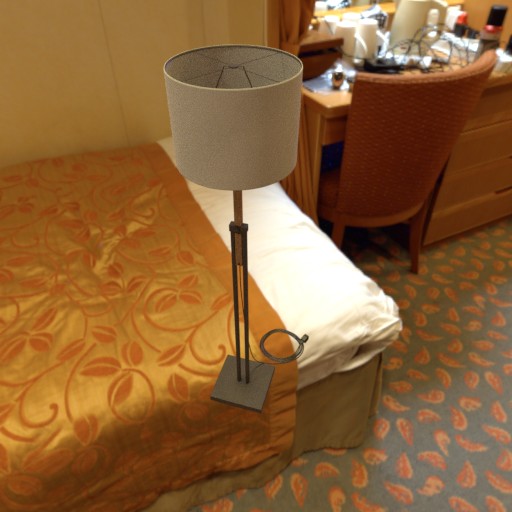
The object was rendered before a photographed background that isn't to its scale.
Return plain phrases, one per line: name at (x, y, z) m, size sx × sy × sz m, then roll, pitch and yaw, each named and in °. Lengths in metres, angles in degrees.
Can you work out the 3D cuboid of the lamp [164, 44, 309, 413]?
lamp at (0.000, 0.000, 1.912) m, size 0.474 × 1.650 × 0.639 m, roll 11°, pitch 42°, yaw 13°
